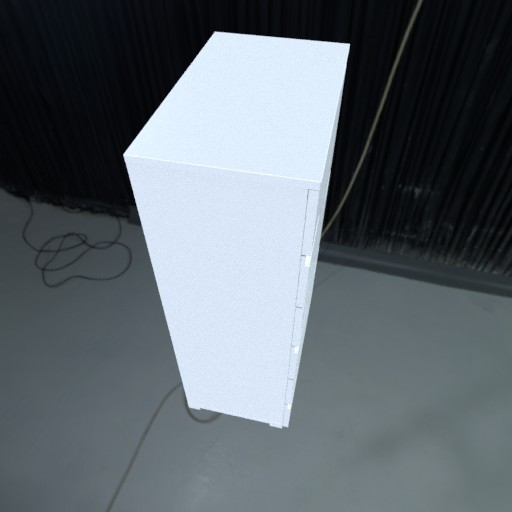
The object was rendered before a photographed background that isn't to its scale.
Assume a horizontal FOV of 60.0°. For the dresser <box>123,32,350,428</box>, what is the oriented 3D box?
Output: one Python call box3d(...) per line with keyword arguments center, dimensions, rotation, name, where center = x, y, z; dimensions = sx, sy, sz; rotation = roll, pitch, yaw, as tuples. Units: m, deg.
box3d(center=(0.000, 0.000, 1.514), dimensions=(0.400, 1.190, 0.650), rotation=(10, 48, 9), name="dresser")
